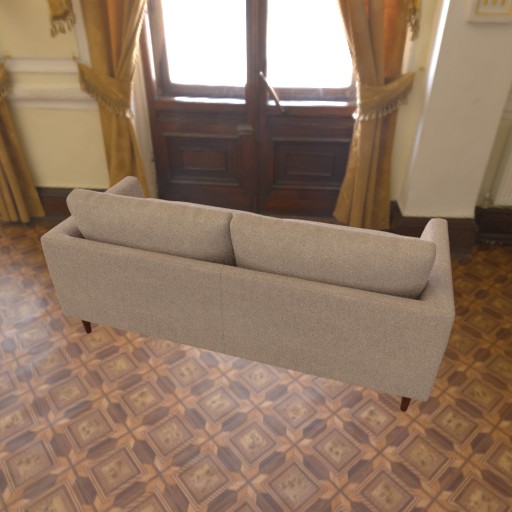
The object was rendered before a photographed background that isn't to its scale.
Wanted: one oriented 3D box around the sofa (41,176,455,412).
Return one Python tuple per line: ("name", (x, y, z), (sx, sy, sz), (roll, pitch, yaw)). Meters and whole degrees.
("sofa", (0.000, 0.000, 2.460), (1.948, 0.868, 1.020), (10, 34, 15))
